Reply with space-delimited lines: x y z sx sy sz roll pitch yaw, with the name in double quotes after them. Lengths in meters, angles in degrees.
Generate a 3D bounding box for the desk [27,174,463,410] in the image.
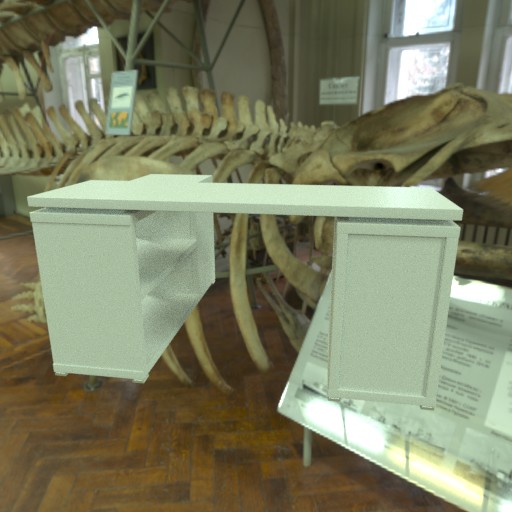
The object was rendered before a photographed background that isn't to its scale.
0.000 0.000 2.200 1.524 0.753 1.200 3 18 9 "desk"
